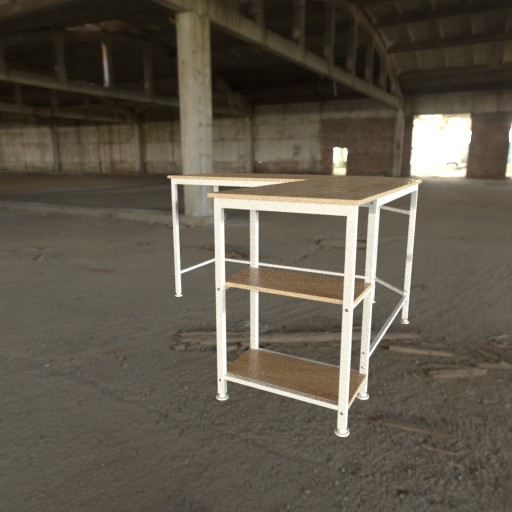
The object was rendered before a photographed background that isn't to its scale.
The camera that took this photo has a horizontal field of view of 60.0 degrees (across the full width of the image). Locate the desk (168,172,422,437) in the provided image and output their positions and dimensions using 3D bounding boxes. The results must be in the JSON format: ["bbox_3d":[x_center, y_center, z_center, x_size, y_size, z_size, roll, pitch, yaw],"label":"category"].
[{"bbox_3d":[0.000,0.000,2.199,1.379,0.739,1.379,7,15,27],"label":"desk"}]
